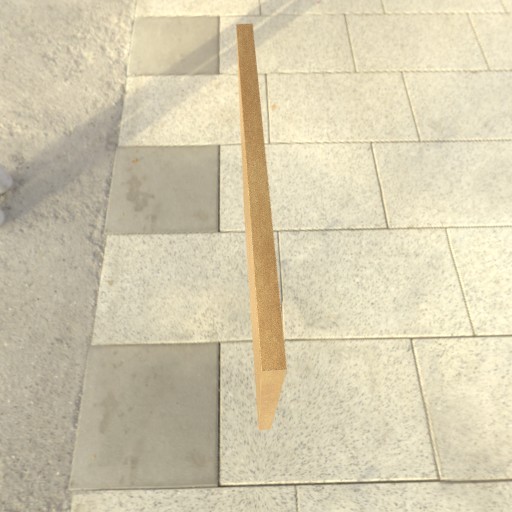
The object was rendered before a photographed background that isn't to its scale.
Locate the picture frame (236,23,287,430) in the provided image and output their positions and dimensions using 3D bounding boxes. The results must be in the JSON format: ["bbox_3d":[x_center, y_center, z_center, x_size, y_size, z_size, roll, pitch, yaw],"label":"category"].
[{"bbox_3d":[0.000,0.000,1.139,0.037,0.761,0.758,-3,63,-2],"label":"picture frame"}]
